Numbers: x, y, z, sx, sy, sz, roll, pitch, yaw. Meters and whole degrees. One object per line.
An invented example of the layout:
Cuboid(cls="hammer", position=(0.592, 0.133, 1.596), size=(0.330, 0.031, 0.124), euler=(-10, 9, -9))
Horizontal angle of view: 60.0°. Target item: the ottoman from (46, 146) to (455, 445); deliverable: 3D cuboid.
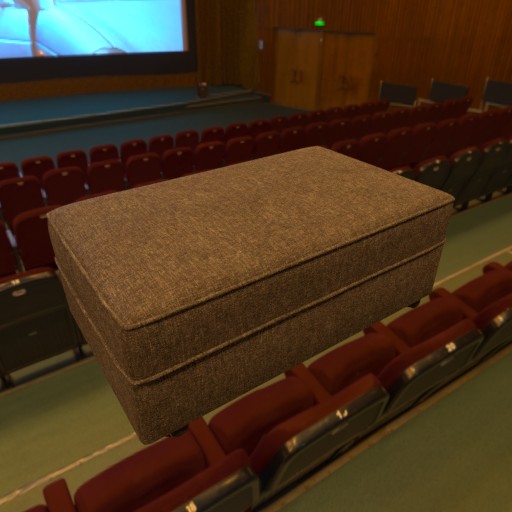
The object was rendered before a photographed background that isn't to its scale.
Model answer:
Cuboid(cls="ottoman", position=(0.000, 0.000, 1.539), size=(1.184, 0.487, 0.717), euler=(-20, 37, -29))
